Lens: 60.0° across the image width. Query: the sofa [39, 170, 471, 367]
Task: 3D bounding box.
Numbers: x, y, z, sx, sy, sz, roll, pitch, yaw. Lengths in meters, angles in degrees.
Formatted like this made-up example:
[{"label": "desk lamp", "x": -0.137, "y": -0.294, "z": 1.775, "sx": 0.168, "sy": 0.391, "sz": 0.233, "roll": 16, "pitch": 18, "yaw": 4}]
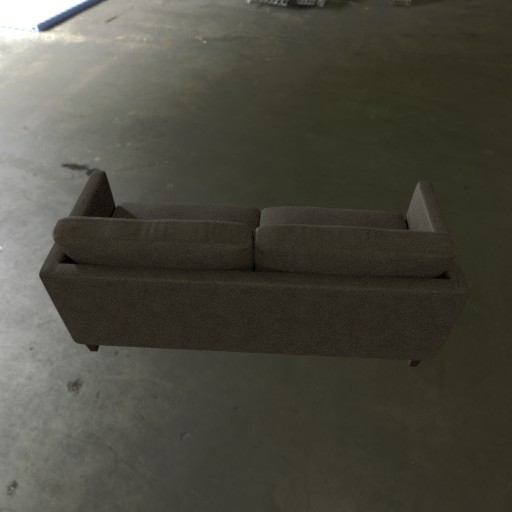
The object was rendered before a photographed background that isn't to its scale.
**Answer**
[{"label": "sofa", "x": 0.000, "y": 0.000, "z": 2.730, "sx": 2.208, "sy": 0.965, "sz": 0.951, "roll": 2, "pitch": 46, "yaw": 2}]
